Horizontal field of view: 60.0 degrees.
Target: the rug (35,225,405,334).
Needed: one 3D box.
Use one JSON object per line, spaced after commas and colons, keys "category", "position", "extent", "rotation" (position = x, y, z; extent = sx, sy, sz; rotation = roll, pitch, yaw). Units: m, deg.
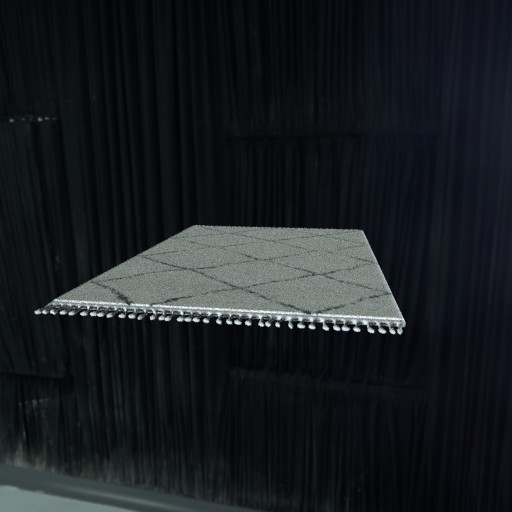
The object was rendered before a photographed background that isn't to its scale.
{"category": "rug", "position": [0.000, 0.000, 2.828], "extent": [1.494, 0.031, 2.307], "rotation": [2, 13, 9]}
